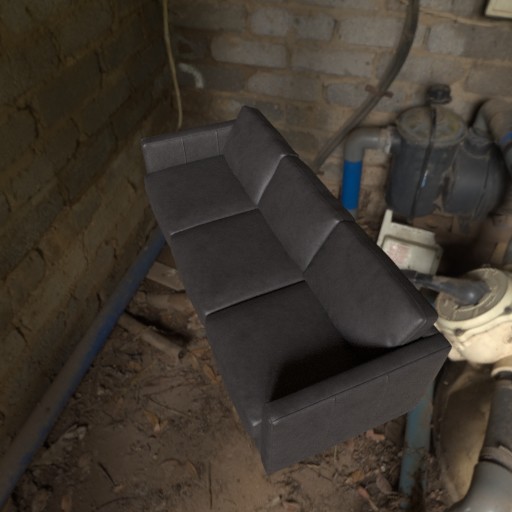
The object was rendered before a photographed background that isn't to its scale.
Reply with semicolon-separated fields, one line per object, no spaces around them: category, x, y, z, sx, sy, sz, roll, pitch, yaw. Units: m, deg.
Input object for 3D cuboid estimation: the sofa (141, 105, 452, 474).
sofa;0.000;0.000;2.991;1.045;1.006;2.464;-17;48;-16
